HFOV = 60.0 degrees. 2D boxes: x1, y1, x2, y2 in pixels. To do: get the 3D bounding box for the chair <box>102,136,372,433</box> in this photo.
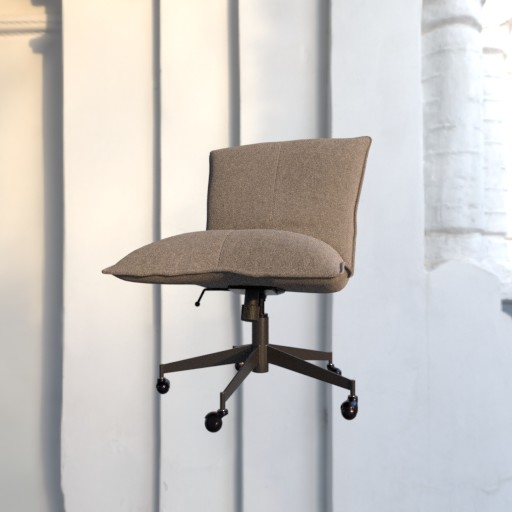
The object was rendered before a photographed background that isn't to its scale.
[{"bbox_3d":[0.000,0.000,1.270,0.597,0.811,0.696,0,0,19],"label":"chair"}]
